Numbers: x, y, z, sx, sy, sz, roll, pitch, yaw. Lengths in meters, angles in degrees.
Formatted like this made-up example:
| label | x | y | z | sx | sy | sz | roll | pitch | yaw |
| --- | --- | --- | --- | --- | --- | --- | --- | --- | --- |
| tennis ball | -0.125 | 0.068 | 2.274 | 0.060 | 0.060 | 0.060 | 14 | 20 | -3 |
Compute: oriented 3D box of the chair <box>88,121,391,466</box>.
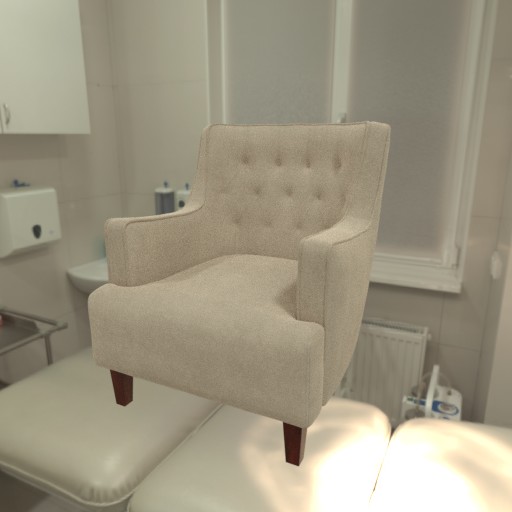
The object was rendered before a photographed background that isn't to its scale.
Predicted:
| label | x | y | z | sx | sy | sz | roll | pitch | yaw |
| --- | --- | --- | --- | --- | --- | --- | --- | --- | --- |
| chair | 0.000 | 0.000 | 1.569 | 0.781 | 0.920 | 0.910 | 7 | 17 | 26 |
